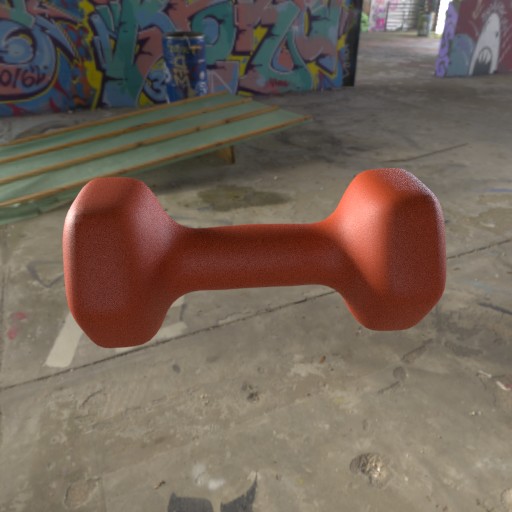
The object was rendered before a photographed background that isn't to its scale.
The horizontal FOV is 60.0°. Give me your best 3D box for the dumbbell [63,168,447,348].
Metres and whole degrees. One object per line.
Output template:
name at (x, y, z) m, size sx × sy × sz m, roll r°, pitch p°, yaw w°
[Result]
dumbbell at (0.000, 0.000, 0.207) m, size 0.162 × 0.071 × 0.079 m, roll -2°, pitch 30°, yaw -4°
